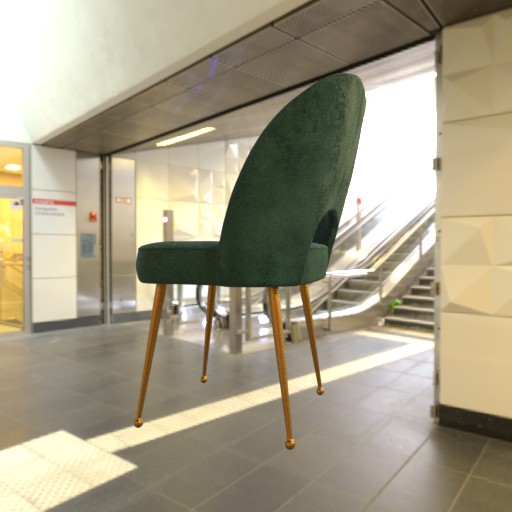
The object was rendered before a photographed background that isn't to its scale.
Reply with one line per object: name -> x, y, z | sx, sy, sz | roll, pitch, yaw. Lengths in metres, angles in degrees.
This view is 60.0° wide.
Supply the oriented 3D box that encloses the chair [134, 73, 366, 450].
chair -> 0.000, 0.000, 1.216 | 0.577, 0.860, 0.527 | 0, 1, 18
